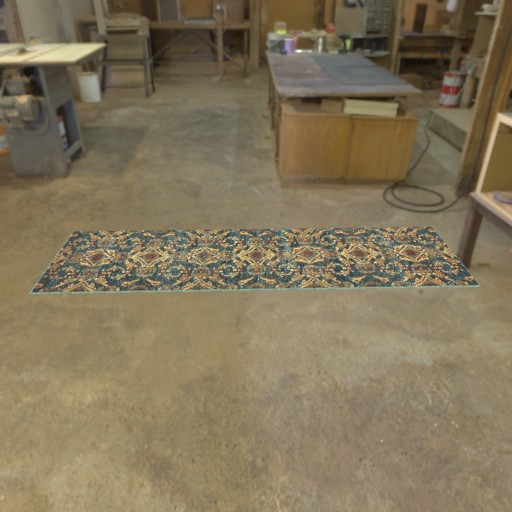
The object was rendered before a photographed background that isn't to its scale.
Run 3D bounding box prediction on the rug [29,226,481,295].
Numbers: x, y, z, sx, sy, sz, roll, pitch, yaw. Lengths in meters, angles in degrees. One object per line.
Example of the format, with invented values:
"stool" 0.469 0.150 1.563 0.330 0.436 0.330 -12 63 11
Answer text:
"rug" 0.000 0.000 2.538 2.292 0.014 0.685 -1 31 -1
